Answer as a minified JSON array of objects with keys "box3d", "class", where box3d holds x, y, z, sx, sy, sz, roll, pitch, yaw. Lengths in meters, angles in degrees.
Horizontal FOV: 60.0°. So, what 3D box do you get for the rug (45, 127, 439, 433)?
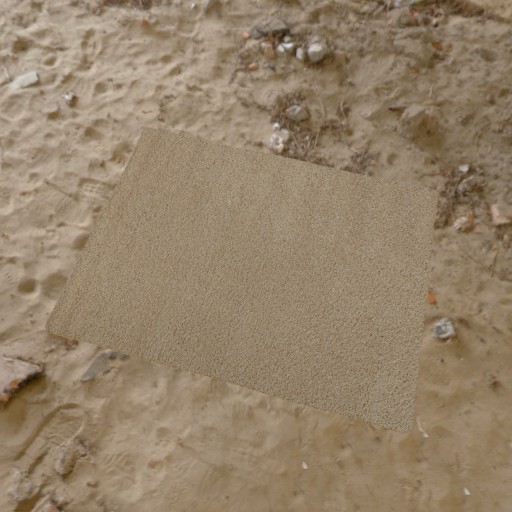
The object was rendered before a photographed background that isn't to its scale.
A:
[{"box3d":[0.000,0.000,2.097,1.600,0.025,1.199,14,64,7],"class":"rug"}]
